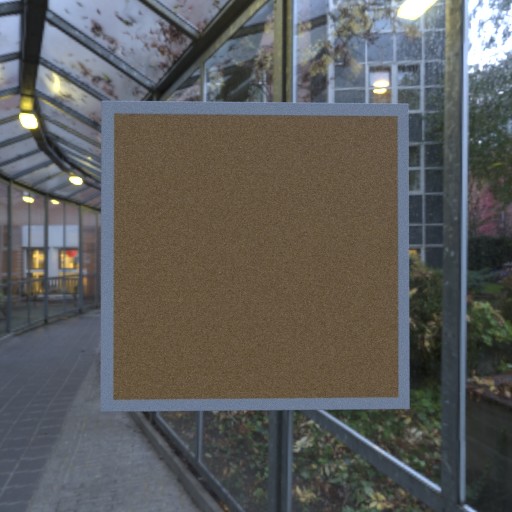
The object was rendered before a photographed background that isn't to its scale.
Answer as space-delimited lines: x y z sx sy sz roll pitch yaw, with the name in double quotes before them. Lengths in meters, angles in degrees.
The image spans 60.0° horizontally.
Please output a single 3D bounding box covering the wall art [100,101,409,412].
"wall art" 0.000 0.000 0.603 0.406 0.406 0.038 0 -1 -2
